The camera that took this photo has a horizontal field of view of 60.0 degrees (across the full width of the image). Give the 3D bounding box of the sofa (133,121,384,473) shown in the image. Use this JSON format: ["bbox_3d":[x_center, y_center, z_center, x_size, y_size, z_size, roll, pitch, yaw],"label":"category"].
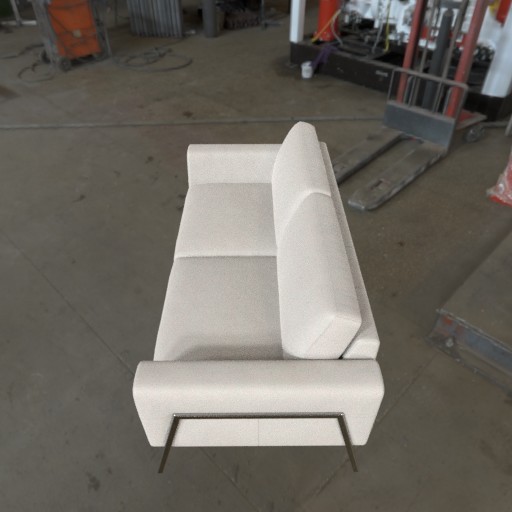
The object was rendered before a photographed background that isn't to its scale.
[{"bbox_3d":[0.000,0.000,2.503,0.953,0.875,2.017,0,41,0],"label":"sofa"}]
